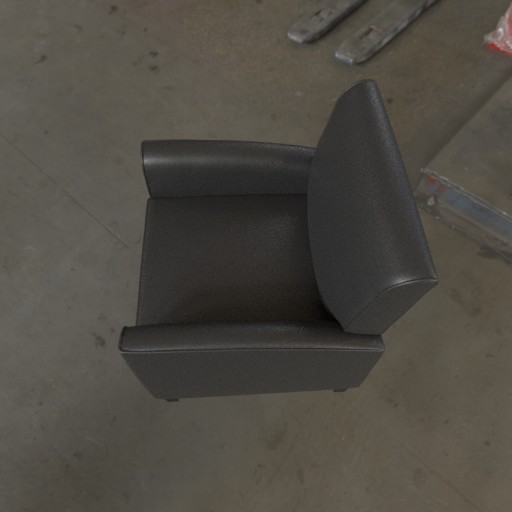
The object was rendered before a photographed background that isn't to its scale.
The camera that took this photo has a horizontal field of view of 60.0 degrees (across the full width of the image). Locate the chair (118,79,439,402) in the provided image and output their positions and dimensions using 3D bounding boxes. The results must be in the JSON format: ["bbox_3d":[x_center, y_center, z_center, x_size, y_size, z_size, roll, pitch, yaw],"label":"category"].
[{"bbox_3d":[0.000,0.000,1.574,0.819,0.916,0.820,-3,58,-2],"label":"chair"}]
